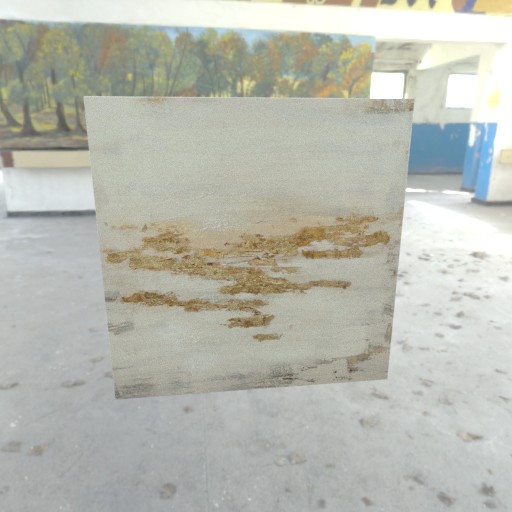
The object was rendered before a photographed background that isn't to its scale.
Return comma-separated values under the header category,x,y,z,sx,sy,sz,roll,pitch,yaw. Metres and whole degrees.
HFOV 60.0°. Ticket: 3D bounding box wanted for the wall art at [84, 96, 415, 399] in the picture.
category,x,y,z,sx,sy,sz,roll,pitch,yaw
wall art,0.000,0.000,1.513,1.015,1.018,0.040,-2,17,-7
